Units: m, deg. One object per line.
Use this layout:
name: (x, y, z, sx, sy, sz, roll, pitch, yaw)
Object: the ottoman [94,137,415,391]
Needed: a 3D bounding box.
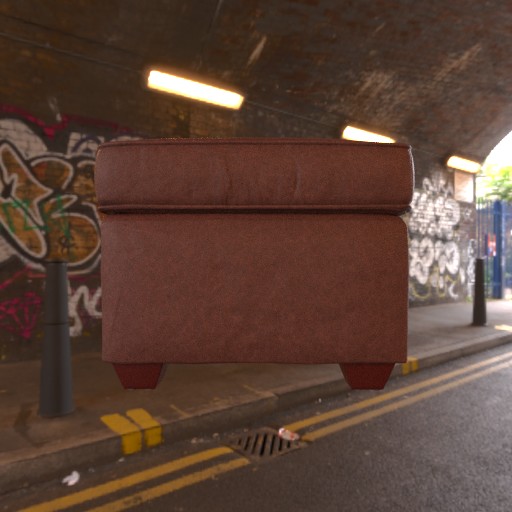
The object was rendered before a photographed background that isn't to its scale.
ottoman: (0.000, 0.000, 1.073, 0.548, 0.449, 0.749, 0, 0, 0)
